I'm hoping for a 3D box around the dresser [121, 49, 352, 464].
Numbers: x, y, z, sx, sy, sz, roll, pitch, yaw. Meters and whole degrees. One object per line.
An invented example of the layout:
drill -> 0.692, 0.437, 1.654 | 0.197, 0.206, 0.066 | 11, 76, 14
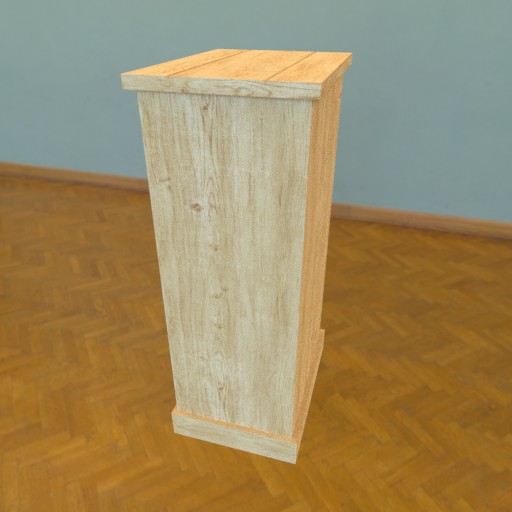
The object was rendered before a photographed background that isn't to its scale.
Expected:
dresser -> 0.000, 0.000, 1.289 | 0.390, 1.041, 0.531 | 8, 31, 14
